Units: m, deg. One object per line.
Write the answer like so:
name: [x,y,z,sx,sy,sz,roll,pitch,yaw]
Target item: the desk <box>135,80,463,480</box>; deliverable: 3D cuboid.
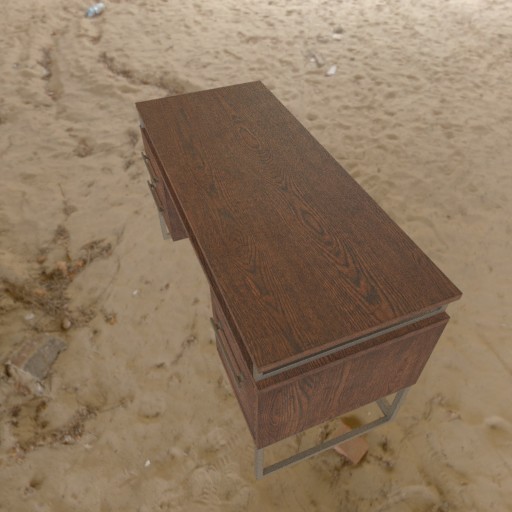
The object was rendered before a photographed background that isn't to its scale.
desk: [0.000,0.000,1.815,0.610,0.792,1.384,-16,48,-15]
